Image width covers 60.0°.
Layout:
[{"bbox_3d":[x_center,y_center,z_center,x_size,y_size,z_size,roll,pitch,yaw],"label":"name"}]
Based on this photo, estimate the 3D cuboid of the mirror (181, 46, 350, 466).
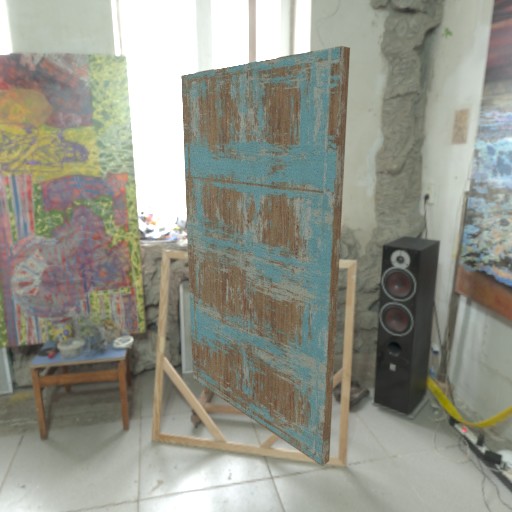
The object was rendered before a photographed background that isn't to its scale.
[{"bbox_3d":[0.000,0.000,1.515,0.083,1.213,0.707,-13,20,-41],"label":"mirror"}]
